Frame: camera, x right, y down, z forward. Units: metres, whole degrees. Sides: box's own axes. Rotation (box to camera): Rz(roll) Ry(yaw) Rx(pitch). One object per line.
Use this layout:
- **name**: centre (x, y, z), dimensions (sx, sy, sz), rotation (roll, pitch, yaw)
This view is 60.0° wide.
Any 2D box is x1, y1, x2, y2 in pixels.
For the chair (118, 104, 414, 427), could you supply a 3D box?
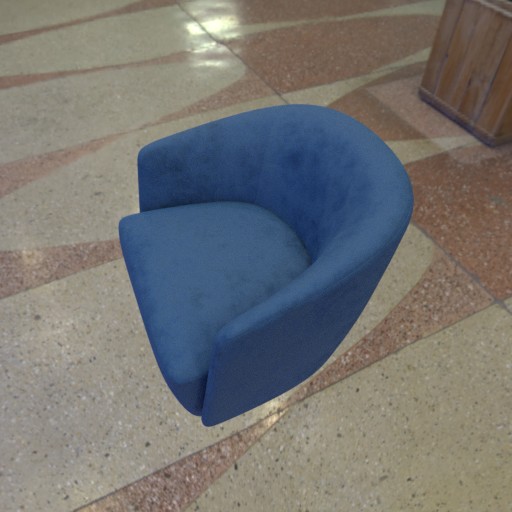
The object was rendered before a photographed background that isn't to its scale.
- **chair**: centre (0.000, 0.000, 1.387), dimensions (0.767, 0.698, 0.773), rotation (-18, 50, -16)
